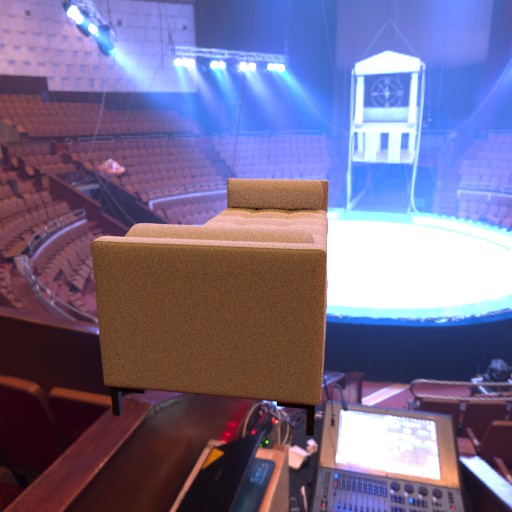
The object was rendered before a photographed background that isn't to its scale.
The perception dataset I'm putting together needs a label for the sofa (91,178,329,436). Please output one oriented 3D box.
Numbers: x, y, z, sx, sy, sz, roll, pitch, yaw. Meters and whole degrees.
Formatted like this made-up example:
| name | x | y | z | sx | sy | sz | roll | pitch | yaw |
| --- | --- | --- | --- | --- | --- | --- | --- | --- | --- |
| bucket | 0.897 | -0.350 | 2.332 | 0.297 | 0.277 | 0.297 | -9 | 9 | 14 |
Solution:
| name | x | y | z | sx | sy | sz | roll | pitch | yaw |
| --- | --- | --- | --- | --- | --- | --- | --- | --- | --- |
| sofa | 0.000 | 0.000 | 2.319 | 0.746 | 0.641 | 1.985 | 2 | 16 | 9 |
